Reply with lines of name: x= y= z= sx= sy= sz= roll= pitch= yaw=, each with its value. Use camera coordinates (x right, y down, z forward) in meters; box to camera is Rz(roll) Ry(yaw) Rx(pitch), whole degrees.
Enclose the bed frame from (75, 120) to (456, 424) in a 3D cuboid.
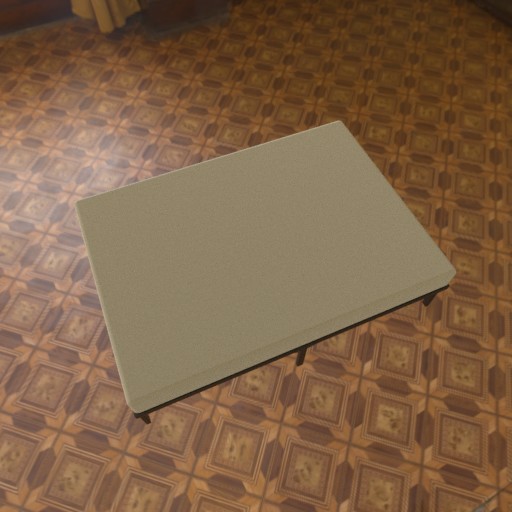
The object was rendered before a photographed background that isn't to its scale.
bed frame: x=0.000 y=0.000 z=3.892 sx=2.842 sy=0.680 sz=2.205 roll=-14 pitch=59 yaw=-8
